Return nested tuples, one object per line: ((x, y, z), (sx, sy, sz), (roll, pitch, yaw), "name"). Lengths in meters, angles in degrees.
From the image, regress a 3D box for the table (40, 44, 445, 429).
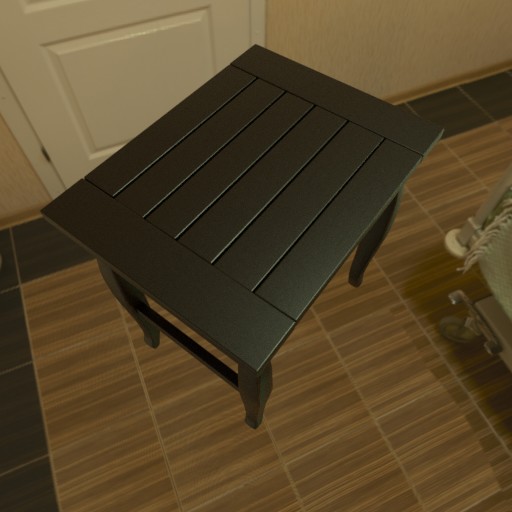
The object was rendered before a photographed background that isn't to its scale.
((0.000, 0.000, 1.052), (0.460, 0.604, 0.602), (33, 63, 19), "table")
